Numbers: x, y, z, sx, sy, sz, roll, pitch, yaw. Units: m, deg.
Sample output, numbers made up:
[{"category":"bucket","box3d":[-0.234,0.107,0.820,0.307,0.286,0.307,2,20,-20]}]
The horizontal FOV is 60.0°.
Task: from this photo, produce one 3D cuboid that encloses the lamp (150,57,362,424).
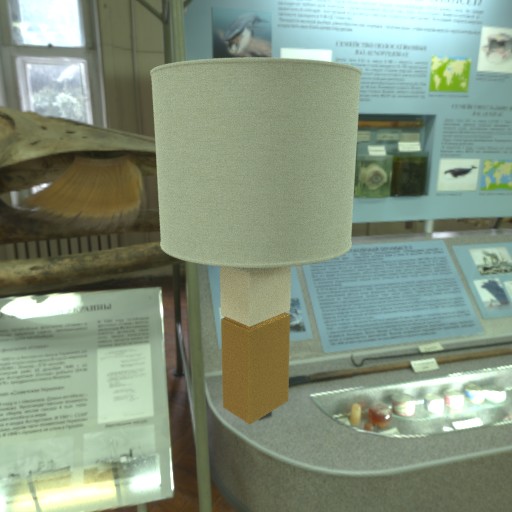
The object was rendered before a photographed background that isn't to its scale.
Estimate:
[{"category":"lamp","box3d":[0.000,0.000,0.547,0.229,0.417,0.229,-15,21,-43]}]
